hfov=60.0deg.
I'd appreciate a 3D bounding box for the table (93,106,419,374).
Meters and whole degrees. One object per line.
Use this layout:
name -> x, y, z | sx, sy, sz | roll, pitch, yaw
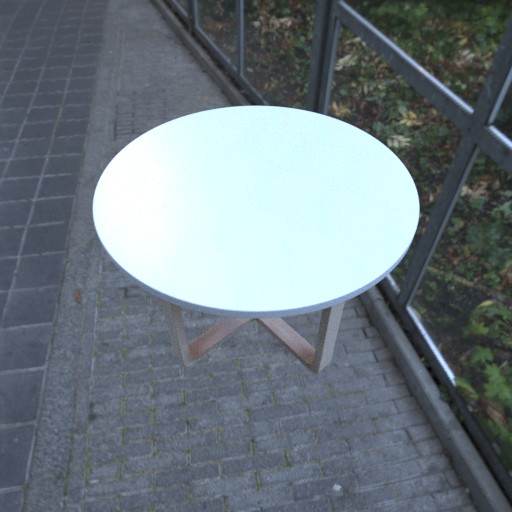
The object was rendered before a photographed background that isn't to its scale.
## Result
table -> 0.000, 0.000, 0.983 | 0.600, 0.400, 0.600 | 0, 46, 0
